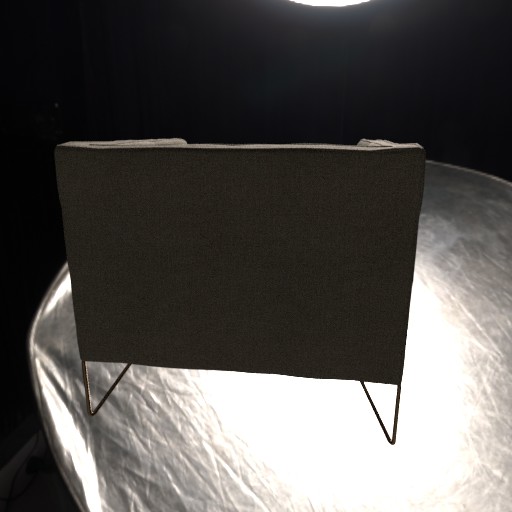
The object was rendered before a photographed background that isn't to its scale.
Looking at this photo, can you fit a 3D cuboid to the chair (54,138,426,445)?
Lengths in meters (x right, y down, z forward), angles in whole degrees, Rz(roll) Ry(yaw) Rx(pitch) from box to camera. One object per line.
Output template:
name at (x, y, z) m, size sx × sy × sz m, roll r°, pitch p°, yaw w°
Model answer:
chair at (0.000, 0.000, 1.566) m, size 0.920 × 0.799 × 0.912 m, roll 2°, pitch 16°, yaw 8°
